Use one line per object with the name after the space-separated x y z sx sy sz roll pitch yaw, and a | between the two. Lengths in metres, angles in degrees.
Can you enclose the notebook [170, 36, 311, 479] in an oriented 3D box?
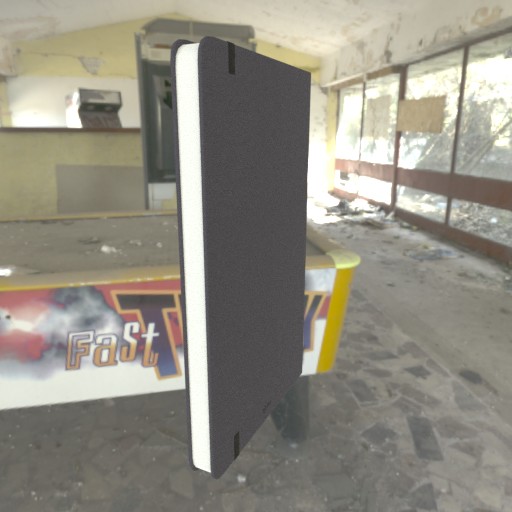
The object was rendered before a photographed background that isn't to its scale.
0.000 0.000 0.257 0.016 0.213 0.127 7 17 26 | notebook
